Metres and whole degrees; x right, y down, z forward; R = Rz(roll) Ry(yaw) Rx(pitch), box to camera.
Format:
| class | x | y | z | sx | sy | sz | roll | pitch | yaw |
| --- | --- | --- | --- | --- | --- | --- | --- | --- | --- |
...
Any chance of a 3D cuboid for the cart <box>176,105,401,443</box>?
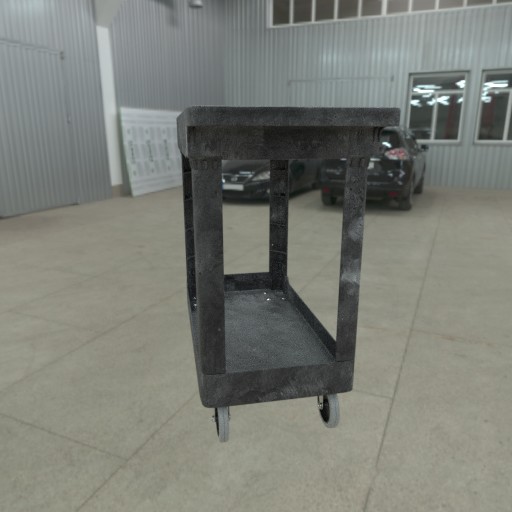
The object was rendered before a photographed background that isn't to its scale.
| class | x | y | z | sx | sy | sz | roll | pitch | yaw |
| --- | --- | --- | --- | --- | --- | --- | --- | --- | --- |
| cart | 0.000 | 0.000 | 1.350 | 0.420 | 0.824 | 0.877 | -3 | 16 | -11 |
